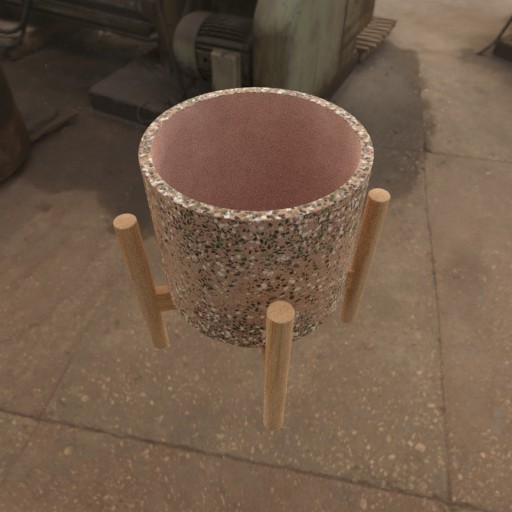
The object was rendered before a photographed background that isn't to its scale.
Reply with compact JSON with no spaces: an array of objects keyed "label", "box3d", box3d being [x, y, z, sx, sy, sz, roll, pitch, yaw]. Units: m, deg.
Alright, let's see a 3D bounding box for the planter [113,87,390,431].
[{"label":"planter","box3d":[0.000,0.000,0.541,0.284,0.320,0.284,10,48,9]}]
